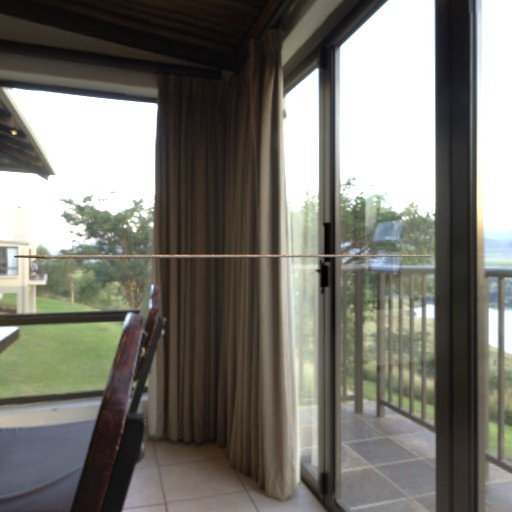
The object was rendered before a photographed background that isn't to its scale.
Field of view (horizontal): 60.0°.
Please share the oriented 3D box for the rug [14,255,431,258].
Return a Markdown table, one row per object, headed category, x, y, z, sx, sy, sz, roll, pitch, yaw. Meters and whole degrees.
| category | x | y | z | sx | sy | sz | roll | pitch | yaw |
| --- | --- | --- | --- | --- | --- | --- | --- | --- | --- |
| rug | 0.000 | 0.000 | 2.358 | 2.196 | 0.011 | 0.662 | 0 | 0 | -36 |
